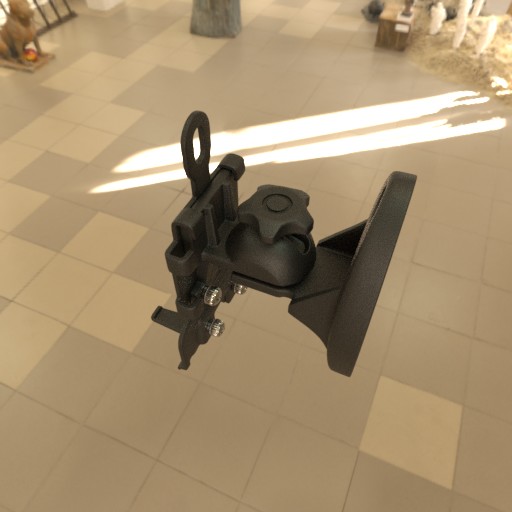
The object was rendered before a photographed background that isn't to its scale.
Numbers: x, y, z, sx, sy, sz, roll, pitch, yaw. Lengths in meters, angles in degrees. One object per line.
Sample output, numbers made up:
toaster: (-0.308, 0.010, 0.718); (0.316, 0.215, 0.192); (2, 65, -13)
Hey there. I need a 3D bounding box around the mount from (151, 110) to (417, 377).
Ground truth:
mount: (0.000, 0.000, 0.181); (0.100, 0.118, 0.066); (18, 51, 15)
